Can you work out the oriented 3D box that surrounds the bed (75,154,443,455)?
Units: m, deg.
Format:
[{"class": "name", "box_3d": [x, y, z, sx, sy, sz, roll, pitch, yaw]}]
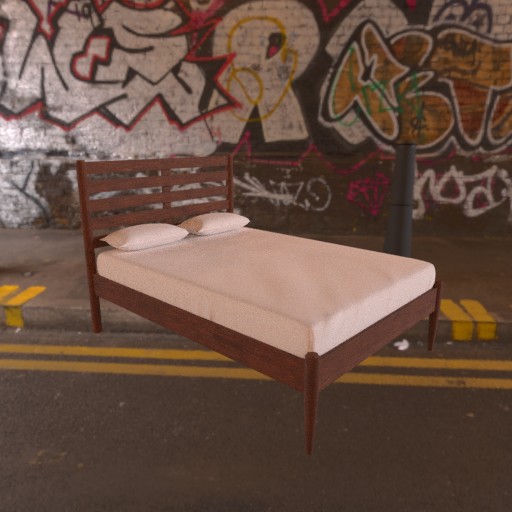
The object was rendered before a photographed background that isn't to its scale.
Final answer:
[{"class": "bed", "box_3d": [0.000, 0.000, 3.124, 2.093, 1.304, 1.509, 14, 20, 41]}]
